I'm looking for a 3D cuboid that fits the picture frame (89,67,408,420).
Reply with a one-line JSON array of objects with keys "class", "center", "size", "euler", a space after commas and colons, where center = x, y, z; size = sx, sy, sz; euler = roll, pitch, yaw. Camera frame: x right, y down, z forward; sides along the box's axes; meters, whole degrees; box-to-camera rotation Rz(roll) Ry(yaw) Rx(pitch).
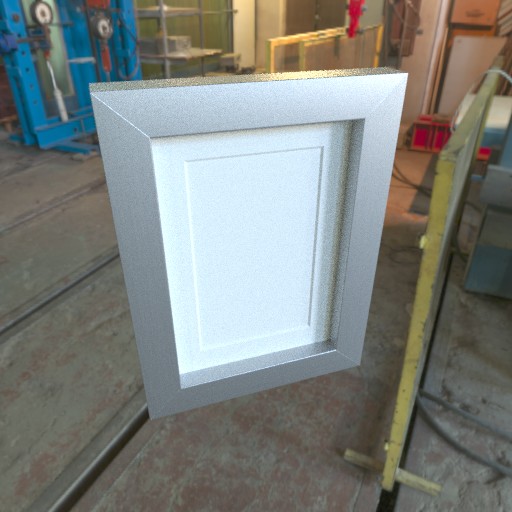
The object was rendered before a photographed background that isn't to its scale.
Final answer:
[{"class": "picture frame", "center": [0.000, 0.000, 0.273], "size": [0.157, 0.208, 0.028], "euler": [-10, 32, -16]}]
